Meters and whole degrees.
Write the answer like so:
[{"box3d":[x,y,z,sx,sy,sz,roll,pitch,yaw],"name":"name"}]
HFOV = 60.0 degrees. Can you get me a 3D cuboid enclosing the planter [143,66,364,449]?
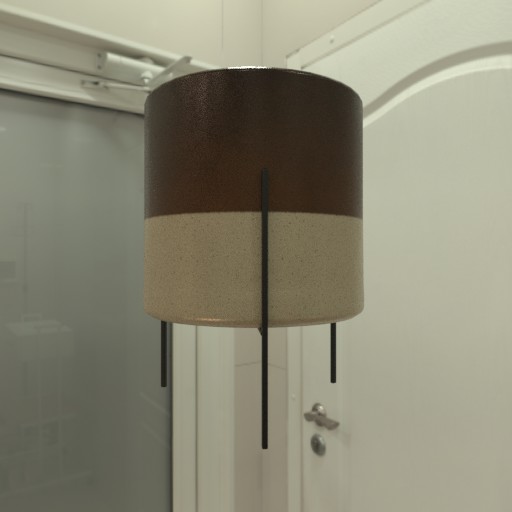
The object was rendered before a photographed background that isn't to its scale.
[{"box3d":[0.000,0.000,0.715,0.354,0.465,0.345,0,0,-35],"name":"planter"}]
